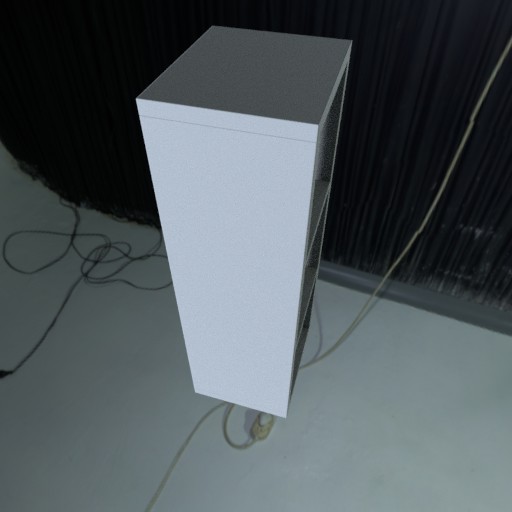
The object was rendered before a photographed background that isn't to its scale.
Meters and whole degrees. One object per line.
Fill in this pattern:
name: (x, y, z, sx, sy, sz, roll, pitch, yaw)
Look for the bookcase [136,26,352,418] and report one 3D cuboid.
bookcase: (0.000, 0.000, 1.270, 0.330, 1.080, 0.390, 12, 47, 12)
